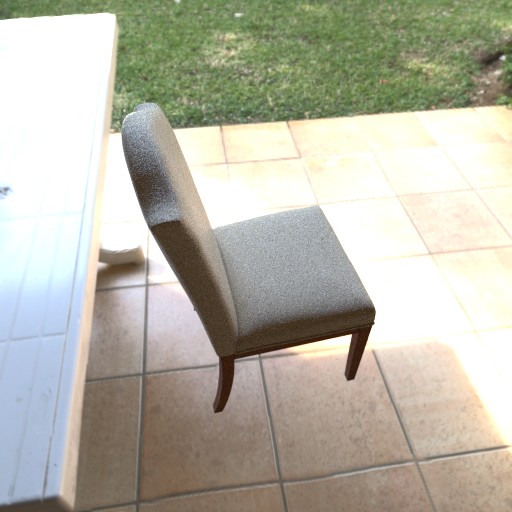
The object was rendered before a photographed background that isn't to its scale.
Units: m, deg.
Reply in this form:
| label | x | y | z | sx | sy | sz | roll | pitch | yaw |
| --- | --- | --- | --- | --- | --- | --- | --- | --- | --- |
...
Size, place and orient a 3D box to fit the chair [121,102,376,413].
| label | x | y | z | sx | sy | sz | roll | pitch | yaw |
| --- | --- | --- | --- | --- | --- | --- | --- | --- | --- |
| chair | 0.000 | 0.000 | 1.430 | 0.648 | 1.012 | 0.534 | -10 | 47 | -10 |
